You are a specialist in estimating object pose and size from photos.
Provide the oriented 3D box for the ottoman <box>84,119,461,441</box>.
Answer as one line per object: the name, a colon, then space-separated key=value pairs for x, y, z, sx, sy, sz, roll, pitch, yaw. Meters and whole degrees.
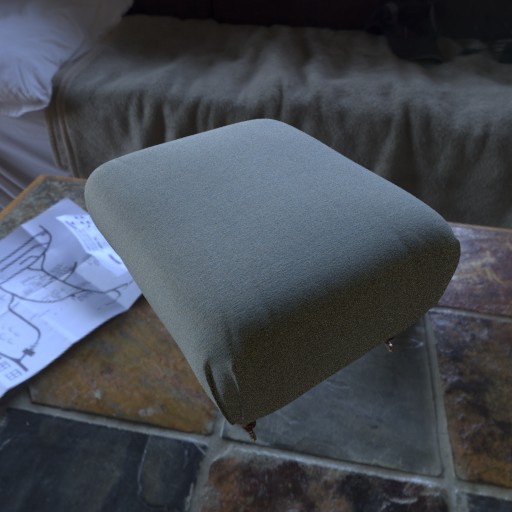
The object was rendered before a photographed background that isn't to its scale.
ottoman: x=0.000 y=0.000 z=1.113 sx=0.622 sy=0.450 sz=0.747 roll=-24 pitch=46 yaw=-25
